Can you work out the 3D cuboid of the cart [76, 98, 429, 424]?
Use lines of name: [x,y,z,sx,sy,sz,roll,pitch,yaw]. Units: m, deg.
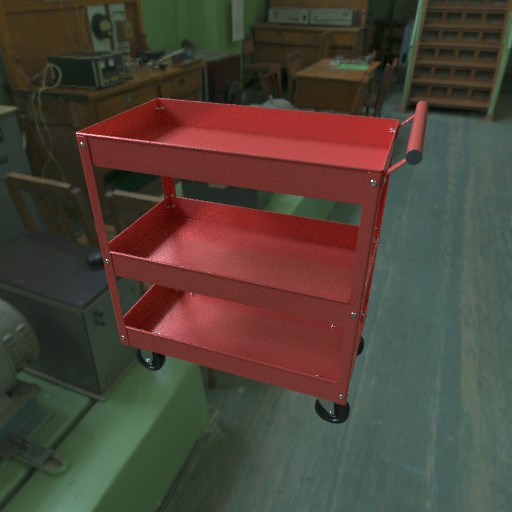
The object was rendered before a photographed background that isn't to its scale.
cart: [0.000,0.000,1.186,0.719,0.780,0.366,11,34,17]
